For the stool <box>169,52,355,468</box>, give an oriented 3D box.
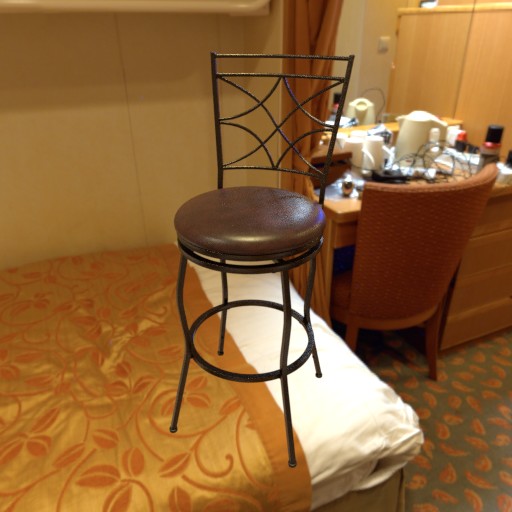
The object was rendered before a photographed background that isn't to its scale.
[{"bbox_3d":[0.000,0.000,1.366,0.434,1.117,0.534,9,29,16],"label":"stool"}]
